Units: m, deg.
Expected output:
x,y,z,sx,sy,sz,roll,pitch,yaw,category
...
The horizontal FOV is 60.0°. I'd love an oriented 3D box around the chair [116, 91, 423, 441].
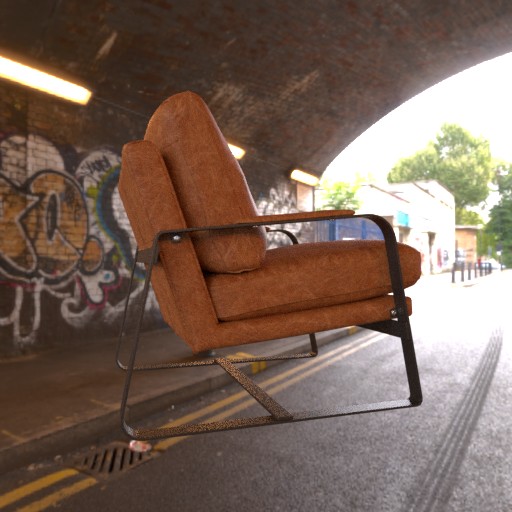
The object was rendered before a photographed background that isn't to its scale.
x,y,z,sx,sy,sz,roll,pitch,yaw,category
0.000,0.000,1.343,0.801,0.777,0.651,0,0,-18,chair
